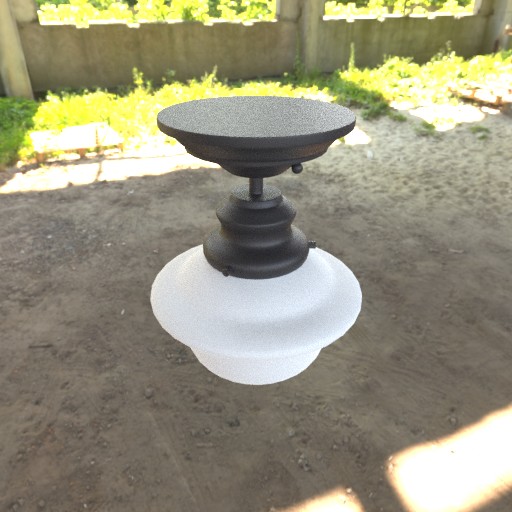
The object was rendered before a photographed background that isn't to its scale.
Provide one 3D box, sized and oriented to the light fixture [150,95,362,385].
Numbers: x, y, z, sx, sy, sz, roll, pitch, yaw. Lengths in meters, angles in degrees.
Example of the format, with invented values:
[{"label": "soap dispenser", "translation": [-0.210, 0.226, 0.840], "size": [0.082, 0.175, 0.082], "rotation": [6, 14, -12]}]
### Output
[{"label": "light fixture", "translation": [0.000, 0.000, 0.404], "size": [0.197, 0.254, 0.197], "rotation": [0, 29, 0]}]
